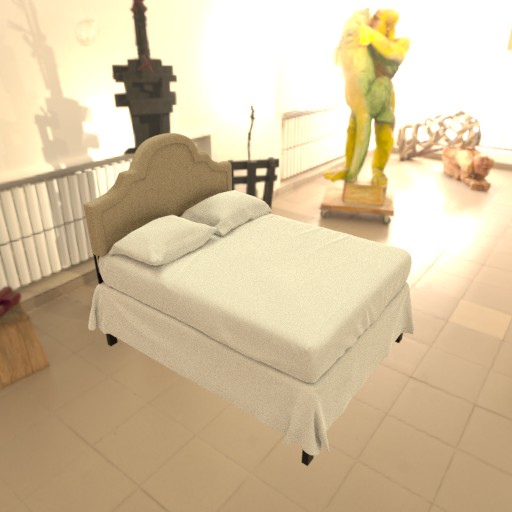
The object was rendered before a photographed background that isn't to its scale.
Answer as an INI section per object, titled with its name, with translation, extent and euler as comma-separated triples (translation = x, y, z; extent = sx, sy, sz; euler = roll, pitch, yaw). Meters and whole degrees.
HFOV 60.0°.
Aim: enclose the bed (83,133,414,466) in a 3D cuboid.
[bed]
translation = 0.000, 0.000, 3.444
extent = 2.222, 1.634, 1.780
euler = 19, 32, 33
